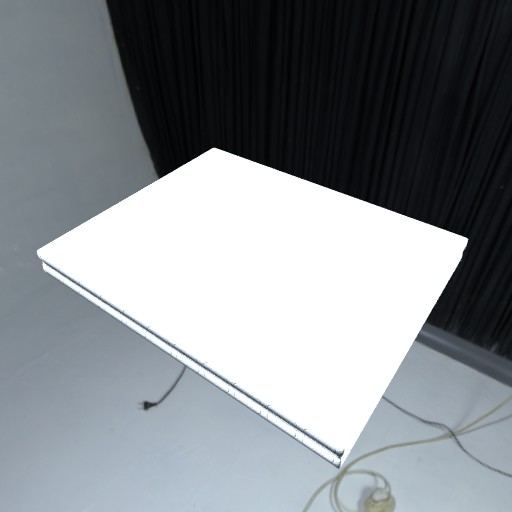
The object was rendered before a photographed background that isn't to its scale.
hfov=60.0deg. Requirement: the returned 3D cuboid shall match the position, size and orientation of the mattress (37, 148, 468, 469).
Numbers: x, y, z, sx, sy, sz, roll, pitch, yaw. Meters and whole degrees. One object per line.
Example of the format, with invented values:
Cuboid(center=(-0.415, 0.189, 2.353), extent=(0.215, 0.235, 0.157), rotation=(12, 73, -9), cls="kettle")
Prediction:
Cuboid(center=(0.000, 0.000, 2.672), extent=(2.000, 0.200, 1.600), rotation=(25, 47, 27), cls="mattress")
